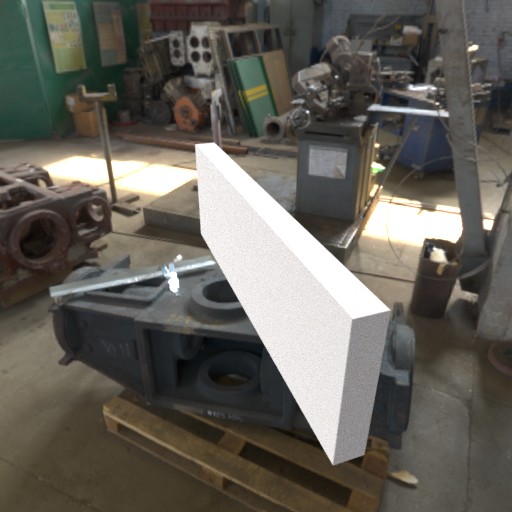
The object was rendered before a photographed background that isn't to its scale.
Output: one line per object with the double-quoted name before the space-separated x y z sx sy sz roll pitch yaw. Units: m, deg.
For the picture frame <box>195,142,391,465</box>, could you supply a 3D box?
"picture frame" 0.000 0.000 0.865 0.050 0.250 0.759 -10 31 -17
